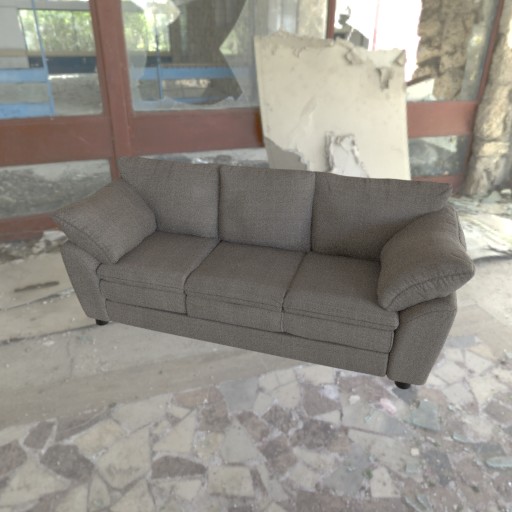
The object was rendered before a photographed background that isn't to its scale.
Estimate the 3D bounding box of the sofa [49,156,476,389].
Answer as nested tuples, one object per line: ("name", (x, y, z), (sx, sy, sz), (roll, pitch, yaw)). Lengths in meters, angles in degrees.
("sofa", (0.000, 0.000, 2.757), (2.334, 0.996, 0.878), (8, 27, 16))
